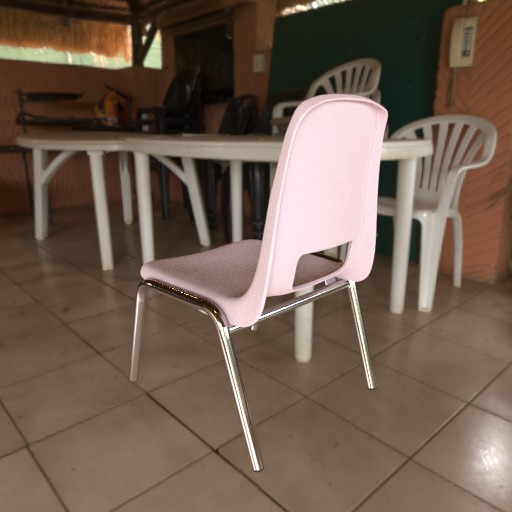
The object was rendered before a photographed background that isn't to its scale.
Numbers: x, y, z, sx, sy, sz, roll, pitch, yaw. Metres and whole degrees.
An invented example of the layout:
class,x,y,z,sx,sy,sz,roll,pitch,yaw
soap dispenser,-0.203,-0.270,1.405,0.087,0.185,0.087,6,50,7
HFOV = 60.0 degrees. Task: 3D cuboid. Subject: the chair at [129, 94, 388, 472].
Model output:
class,x,y,z,sx,sy,sz,roll,pitch,yaw
chair,0.000,0.000,0.807,0.354,0.536,0.385,-15,22,-42
